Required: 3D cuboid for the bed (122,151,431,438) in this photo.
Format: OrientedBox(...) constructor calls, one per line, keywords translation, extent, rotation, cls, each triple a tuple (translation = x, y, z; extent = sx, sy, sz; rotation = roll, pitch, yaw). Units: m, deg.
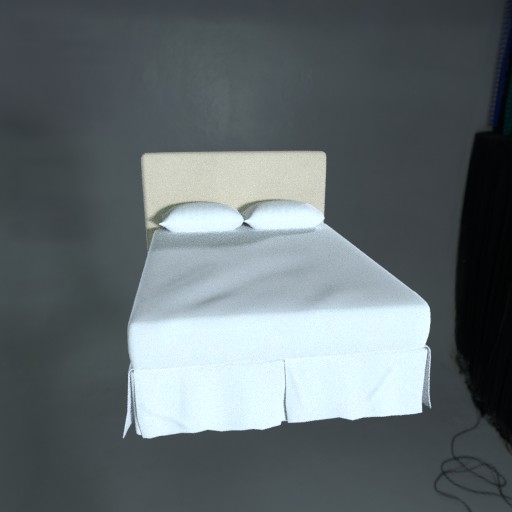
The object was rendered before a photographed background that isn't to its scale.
OrientedBox(translation=(0.000, 0.000, 3.193), extent=(1.723, 1.330, 2.142), rotation=(-3, 18, -8), cls="bed")
